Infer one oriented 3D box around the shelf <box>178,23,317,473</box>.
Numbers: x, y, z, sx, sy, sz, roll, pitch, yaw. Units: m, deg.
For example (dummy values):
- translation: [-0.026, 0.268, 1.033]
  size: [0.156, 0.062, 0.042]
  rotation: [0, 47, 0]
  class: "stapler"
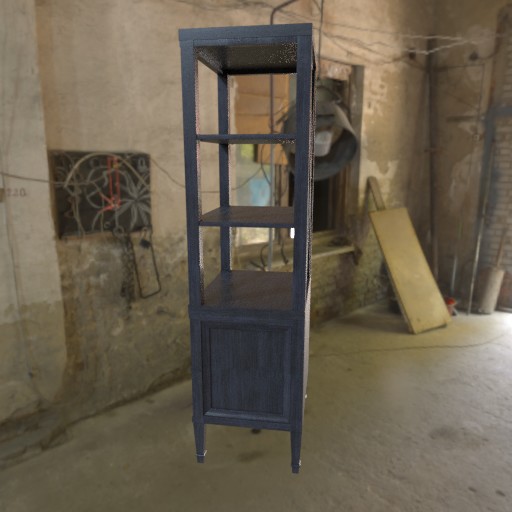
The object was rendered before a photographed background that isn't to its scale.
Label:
- translation: [0.000, 0.000, 1.972]
  size: [0.472, 1.727, 0.584]
  rotation: [2, 13, 9]
  class: "shelf"
